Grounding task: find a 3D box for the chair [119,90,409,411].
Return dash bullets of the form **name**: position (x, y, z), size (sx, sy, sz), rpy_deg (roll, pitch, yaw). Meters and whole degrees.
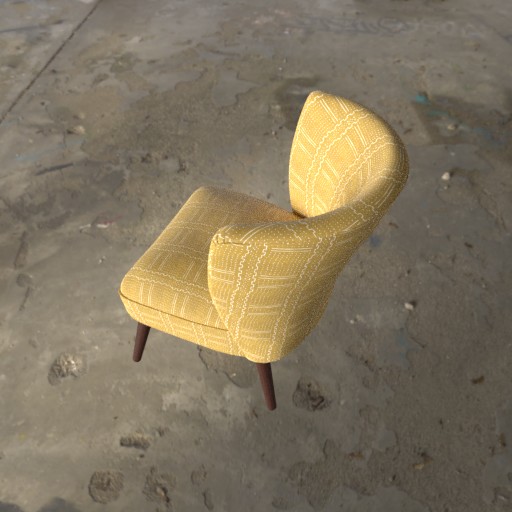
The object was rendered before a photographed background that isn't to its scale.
- **chair**: position (0.000, 0.000, 1.423), size (0.758, 0.866, 0.706), rpy_deg (17, 49, 15)
